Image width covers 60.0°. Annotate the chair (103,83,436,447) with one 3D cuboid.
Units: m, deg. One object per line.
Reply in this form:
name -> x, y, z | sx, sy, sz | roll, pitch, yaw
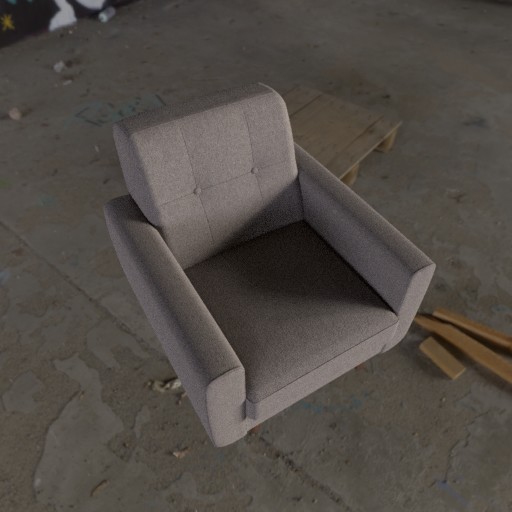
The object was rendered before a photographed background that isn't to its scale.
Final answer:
chair -> 0.000, 0.000, 1.583 | 0.831, 0.839, 0.907 | -24, 51, -21
